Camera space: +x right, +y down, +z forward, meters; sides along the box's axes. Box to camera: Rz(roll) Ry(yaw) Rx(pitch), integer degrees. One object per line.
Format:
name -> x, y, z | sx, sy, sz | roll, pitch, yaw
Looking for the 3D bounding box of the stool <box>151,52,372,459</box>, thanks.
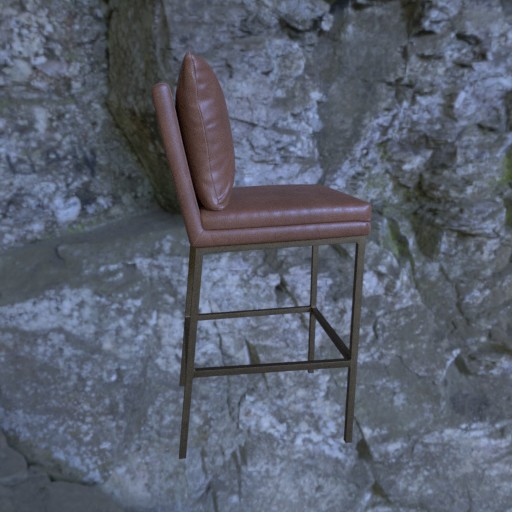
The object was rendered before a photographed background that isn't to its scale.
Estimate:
stool -> 0.000, 0.000, 1.416 | 0.571, 1.124, 0.463 | -3, 16, -9
